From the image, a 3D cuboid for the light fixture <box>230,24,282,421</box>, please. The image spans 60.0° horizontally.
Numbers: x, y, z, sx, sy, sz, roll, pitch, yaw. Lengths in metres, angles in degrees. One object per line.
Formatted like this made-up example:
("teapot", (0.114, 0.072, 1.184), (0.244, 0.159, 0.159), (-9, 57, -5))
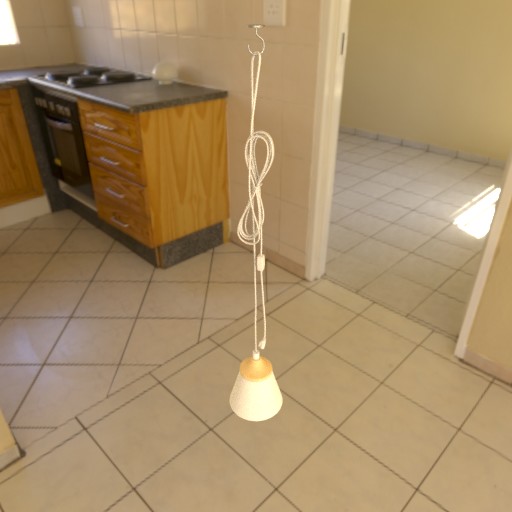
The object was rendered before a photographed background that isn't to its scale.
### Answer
("light fixture", (0.000, 0.000, 1.044), (0.153, 0.966, 0.153), (19, 35, 30))
